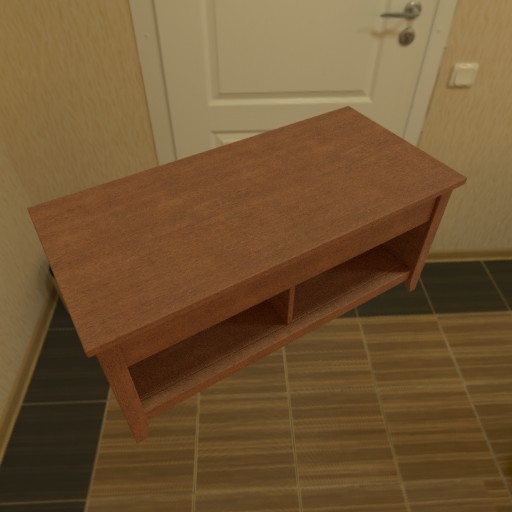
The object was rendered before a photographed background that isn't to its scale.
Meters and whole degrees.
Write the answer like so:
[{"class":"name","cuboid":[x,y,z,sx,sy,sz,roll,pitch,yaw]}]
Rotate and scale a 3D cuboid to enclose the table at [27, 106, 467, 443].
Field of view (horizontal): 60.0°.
[{"class":"table","cuboid":[0.000,0.000,1.286,1.016,0.457,0.483,-24,50,-22]}]
